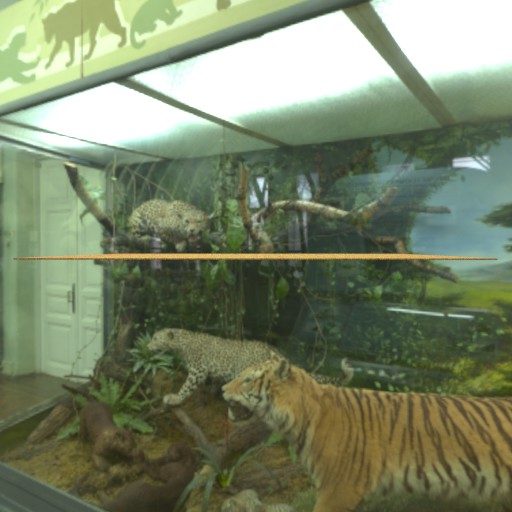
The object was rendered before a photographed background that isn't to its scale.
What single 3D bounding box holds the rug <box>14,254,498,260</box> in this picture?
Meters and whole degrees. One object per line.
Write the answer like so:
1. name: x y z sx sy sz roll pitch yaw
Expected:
1. rug: 0.000 0.000 2.168 1.747 0.006 1.143 0 1 2
